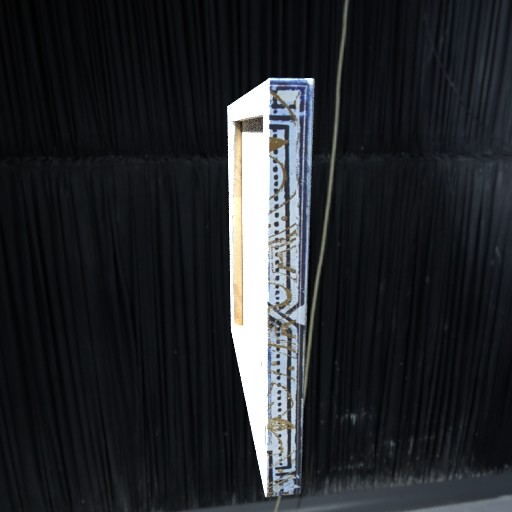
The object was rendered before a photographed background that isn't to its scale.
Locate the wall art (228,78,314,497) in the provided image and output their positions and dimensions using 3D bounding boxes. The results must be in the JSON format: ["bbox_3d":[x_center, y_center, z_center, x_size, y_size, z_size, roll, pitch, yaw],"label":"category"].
[{"bbox_3d":[0.000,0.000,0.606,0.038,0.410,0.411,-2,16,-8],"label":"wall art"}]
